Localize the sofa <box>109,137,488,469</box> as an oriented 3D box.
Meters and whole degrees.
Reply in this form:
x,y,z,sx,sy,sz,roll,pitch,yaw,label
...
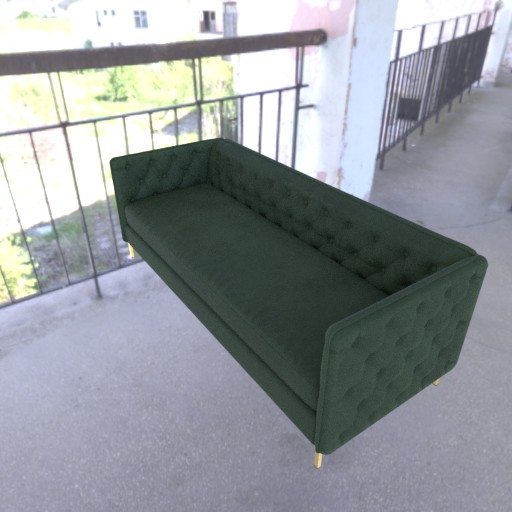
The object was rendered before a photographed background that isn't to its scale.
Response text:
x,y,z,sx,sy,sz,roll,pitch,yaw,label
0.000,0.000,2.574,0.895,0.771,2.209,-20,36,-29,sofa
